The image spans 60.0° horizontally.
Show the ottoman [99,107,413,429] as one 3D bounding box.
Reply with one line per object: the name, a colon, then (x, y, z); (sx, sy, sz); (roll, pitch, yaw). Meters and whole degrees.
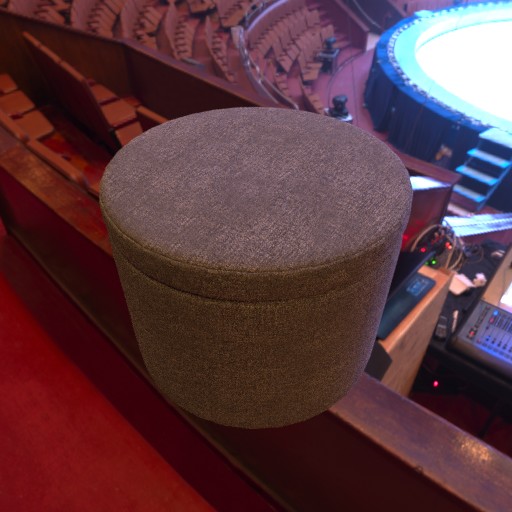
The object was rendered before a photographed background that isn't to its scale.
ottoman: (0.000, 0.000, 0.845); (0.500, 0.419, 0.500); (0, 41, 0)
